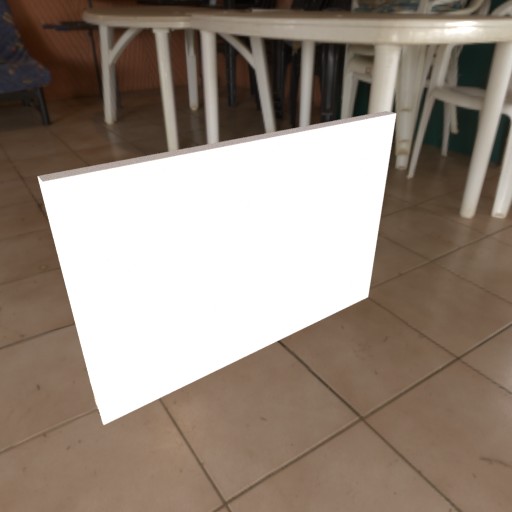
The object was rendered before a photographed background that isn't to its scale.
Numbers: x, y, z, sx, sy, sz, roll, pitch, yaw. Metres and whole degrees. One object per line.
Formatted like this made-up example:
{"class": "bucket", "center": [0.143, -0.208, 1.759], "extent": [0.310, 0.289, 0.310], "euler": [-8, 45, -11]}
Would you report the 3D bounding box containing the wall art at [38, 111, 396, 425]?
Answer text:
{"class": "wall art", "center": [0.000, 0.000, 1.126], "extent": [0.898, 0.601, 0.038], "euler": [-19, 35, -30]}
